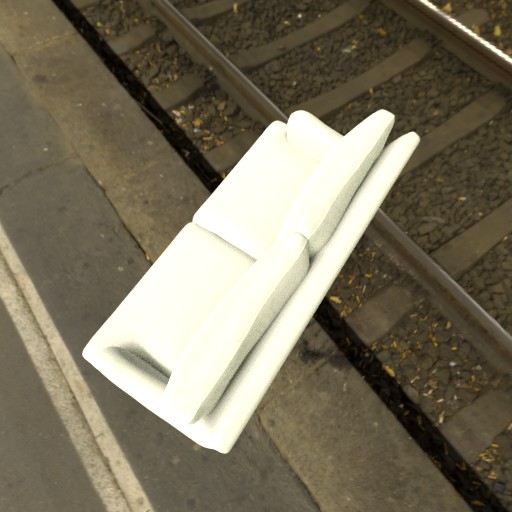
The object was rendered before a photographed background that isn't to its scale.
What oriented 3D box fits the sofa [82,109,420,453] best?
[{"bbox_3d":[0.000,0.000,2.821,1.069,1.096,2.193,30,66,14],"label":"sofa"}]
